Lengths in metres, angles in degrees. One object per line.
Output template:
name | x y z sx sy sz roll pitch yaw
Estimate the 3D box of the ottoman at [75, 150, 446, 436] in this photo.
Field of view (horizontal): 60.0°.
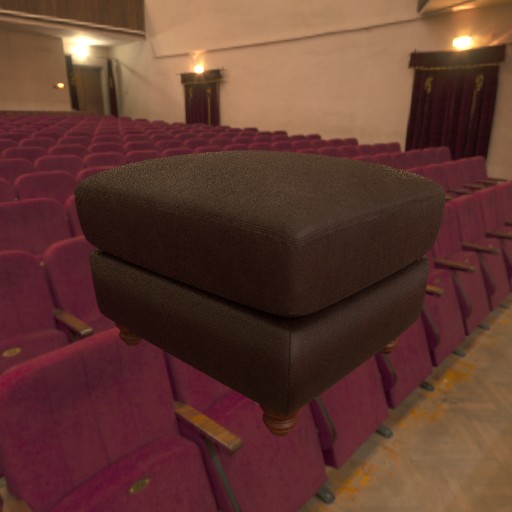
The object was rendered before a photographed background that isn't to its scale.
ottoman | 0.000 0.000 1.251 0.806 0.569 0.670 15 23 41
